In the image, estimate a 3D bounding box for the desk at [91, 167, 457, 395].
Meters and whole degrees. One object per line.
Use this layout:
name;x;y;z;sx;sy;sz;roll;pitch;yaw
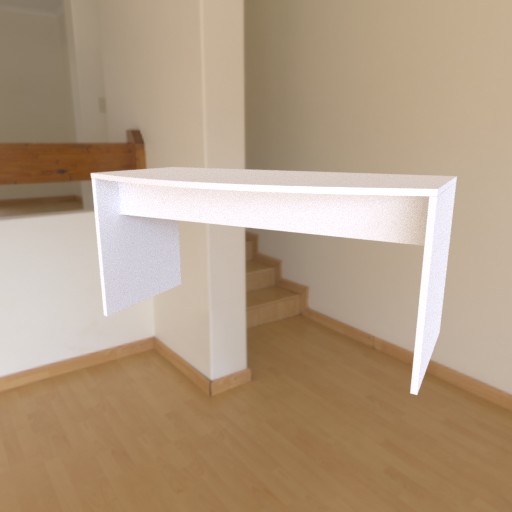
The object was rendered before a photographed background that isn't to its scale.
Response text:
desk;0.000;0.000;2.098;1.600;0.750;0.802;8;16;28
